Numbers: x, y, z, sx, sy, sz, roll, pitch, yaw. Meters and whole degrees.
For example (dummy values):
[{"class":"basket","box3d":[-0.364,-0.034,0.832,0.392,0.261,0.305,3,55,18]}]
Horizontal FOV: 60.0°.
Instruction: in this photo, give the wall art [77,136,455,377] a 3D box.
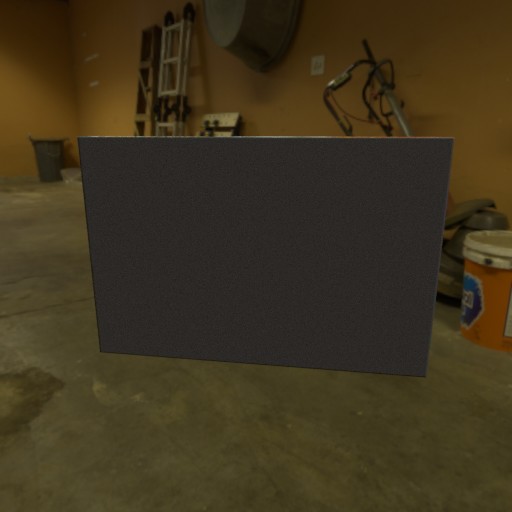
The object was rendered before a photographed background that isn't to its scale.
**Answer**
[{"class":"wall art","box3d":[0.000,0.000,0.783,0.610,0.406,0.037,2,16,8]}]
